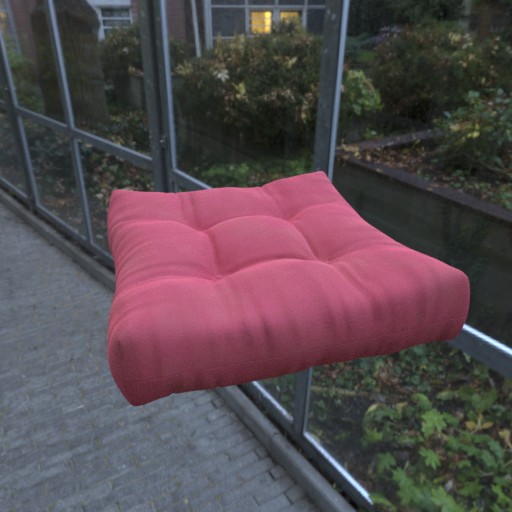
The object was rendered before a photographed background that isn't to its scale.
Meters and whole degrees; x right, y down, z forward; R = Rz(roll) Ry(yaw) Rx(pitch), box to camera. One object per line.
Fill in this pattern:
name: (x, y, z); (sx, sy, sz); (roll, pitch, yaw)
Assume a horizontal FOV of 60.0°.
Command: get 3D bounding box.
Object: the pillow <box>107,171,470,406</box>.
pillow: (0.000, 0.000, 0.729); (0.468, 0.128, 0.490); (-8, 29, -15)
